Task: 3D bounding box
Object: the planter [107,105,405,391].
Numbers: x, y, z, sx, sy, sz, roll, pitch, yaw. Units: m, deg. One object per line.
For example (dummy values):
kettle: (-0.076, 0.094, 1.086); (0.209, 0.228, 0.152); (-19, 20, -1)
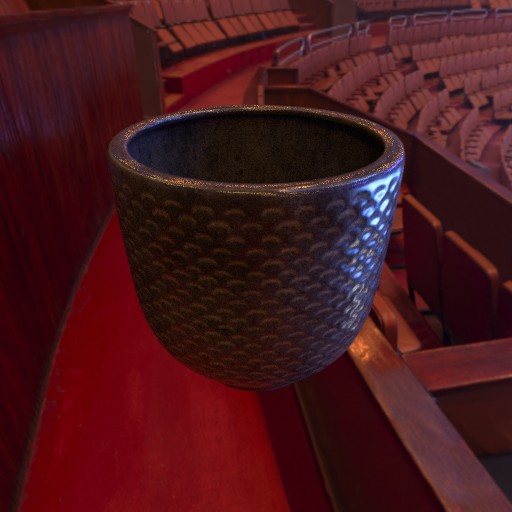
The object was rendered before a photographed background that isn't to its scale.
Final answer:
planter: (0.000, 0.000, 0.349); (0.197, 0.191, 0.197); (0, 31, 0)
